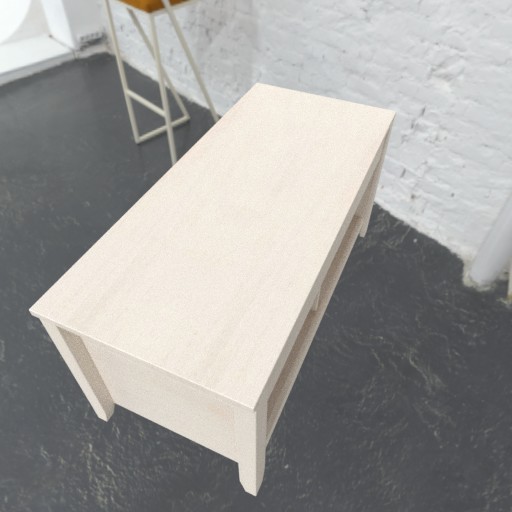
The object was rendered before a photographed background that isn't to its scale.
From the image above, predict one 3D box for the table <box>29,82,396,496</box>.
[{"bbox_3d":[0.000,0.000,1.244,0.457,0.483,1.016,18,49,17],"label":"table"}]
